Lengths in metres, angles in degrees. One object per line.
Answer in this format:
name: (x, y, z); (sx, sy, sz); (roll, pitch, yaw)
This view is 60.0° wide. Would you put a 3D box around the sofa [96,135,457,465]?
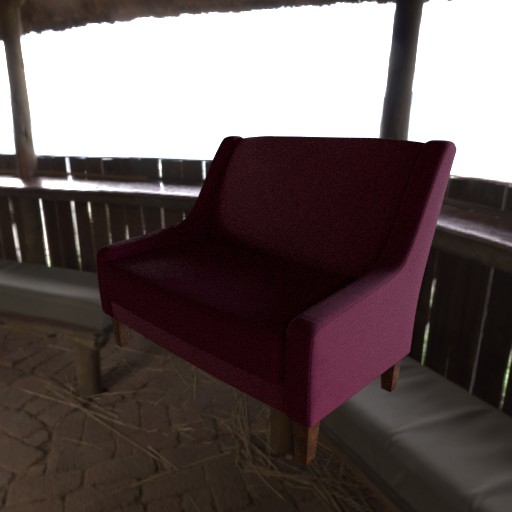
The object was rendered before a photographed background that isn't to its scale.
sofa: (0.000, 0.000, 1.899); (1.242, 0.976, 0.946); (15, 22, 42)
